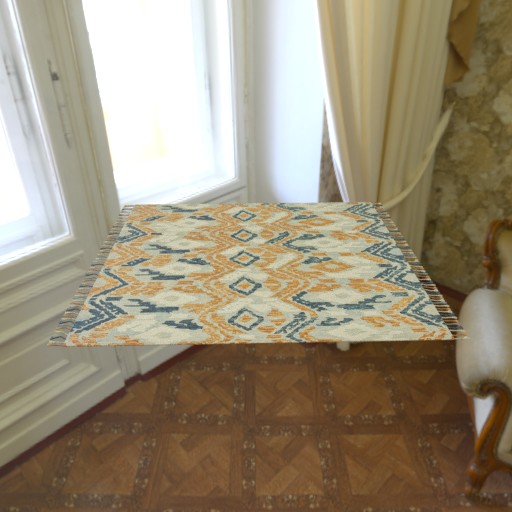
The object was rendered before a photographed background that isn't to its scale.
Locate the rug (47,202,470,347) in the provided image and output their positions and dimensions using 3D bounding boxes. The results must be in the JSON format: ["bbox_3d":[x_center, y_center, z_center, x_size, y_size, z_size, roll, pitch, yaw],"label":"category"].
[{"bbox_3d":[0.000,0.000,4.220,3.048,0.010,2.439,-1,31,-1],"label":"rug"}]
